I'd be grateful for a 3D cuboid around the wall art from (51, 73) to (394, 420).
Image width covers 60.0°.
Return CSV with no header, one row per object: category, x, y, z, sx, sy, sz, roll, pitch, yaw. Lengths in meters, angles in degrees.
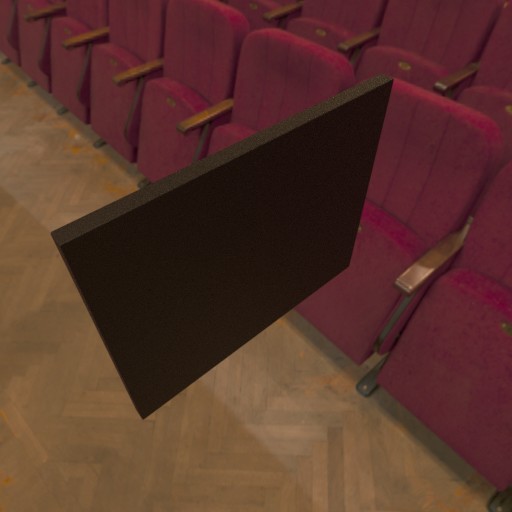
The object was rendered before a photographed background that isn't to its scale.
wall art,0.000,0.000,0.755,0.558,0.457,0.031,-33,56,-26
